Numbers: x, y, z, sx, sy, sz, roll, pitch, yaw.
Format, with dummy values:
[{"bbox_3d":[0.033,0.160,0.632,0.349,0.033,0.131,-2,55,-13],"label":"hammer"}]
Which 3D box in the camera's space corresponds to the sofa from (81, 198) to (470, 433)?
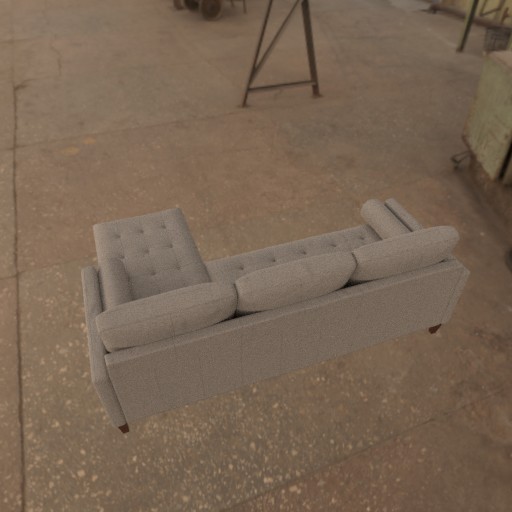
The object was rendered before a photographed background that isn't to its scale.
[{"bbox_3d":[0.000,0.000,2.973,2.178,0.875,1.506,-14,43,-15],"label":"sofa"}]
